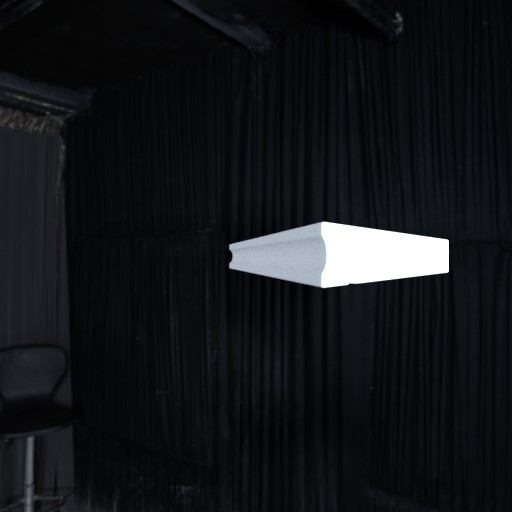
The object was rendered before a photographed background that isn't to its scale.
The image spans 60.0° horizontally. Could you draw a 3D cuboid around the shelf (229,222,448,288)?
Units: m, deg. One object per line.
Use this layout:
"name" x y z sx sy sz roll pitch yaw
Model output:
"shelf" 0.000 0.000 0.436 0.296 0.035 0.296 0 0 35
